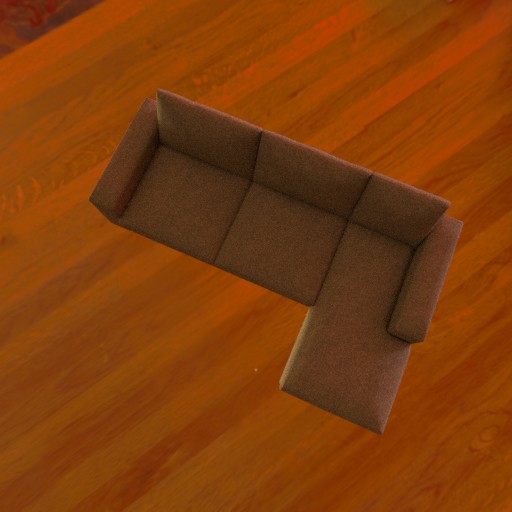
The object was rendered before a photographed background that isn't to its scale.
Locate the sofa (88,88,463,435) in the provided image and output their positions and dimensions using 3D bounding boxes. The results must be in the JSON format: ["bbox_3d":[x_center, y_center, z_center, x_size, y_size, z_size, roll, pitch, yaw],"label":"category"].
[{"bbox_3d":[0.000,0.000,3.429,2.718,0.940,1.689,23,77,6],"label":"sofa"}]
